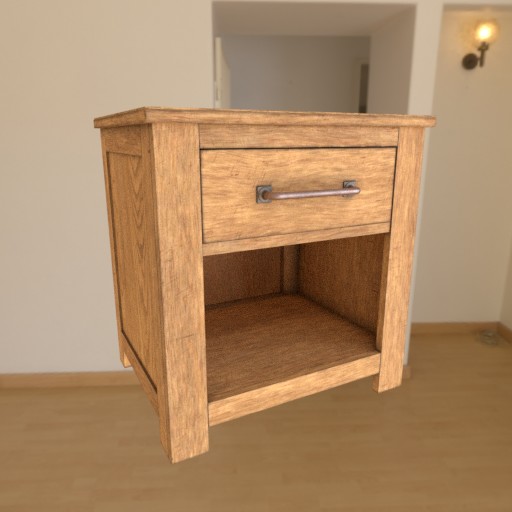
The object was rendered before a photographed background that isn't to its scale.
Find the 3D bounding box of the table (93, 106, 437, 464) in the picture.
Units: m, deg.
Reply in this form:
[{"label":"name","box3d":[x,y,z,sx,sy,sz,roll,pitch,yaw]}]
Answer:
[{"label":"table","box3d":[0.000,0.000,1.043,0.601,0.625,0.494,-8,17,-27]}]
